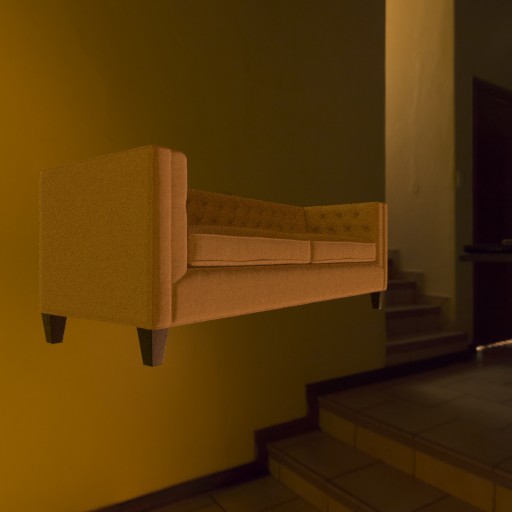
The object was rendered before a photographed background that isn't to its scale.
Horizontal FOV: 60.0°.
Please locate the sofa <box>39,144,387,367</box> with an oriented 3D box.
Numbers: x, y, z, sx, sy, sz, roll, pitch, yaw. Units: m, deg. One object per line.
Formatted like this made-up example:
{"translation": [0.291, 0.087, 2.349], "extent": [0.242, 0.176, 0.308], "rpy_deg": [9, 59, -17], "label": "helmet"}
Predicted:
{"translation": [0.000, 0.000, 2.571], "extent": [0.775, 0.762, 2.159], "rpy_deg": [0, 0, 37], "label": "sofa"}
